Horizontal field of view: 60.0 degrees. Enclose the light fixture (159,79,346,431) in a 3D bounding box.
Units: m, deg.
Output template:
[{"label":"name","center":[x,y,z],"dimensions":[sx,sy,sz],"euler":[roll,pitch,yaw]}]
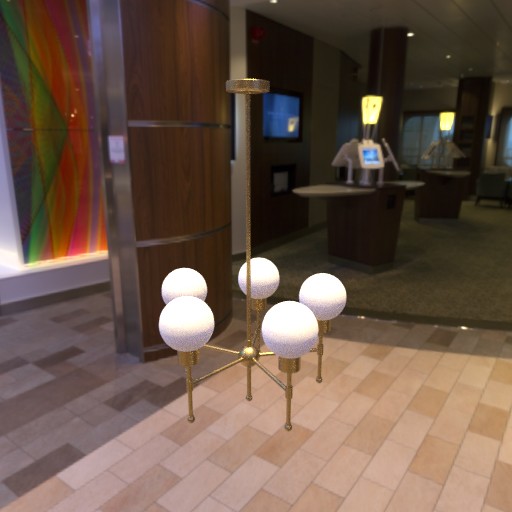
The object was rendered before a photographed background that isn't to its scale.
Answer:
[{"label":"light fixture","center":[0.000,0.000,1.812],"dimensions":[0.785,1.331,0.815],"euler":[-3,15,-10]}]
